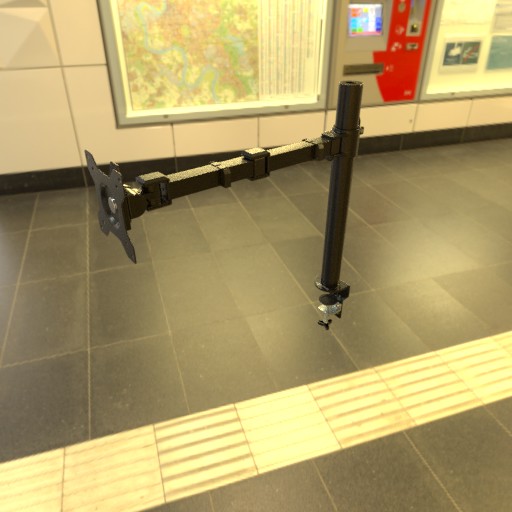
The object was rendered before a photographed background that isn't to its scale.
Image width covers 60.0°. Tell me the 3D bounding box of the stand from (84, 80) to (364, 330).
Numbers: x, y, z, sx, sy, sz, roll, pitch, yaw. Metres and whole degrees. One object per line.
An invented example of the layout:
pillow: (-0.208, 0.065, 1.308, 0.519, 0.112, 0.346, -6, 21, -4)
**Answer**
stand: (0.000, 0.000, 0.746, 0.456, 0.510, 0.115, -22, 38, -32)
